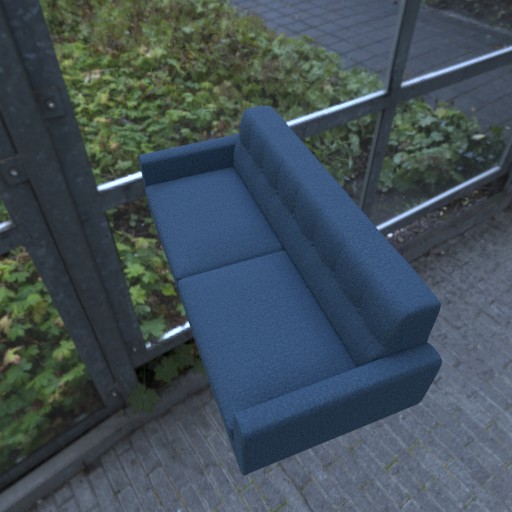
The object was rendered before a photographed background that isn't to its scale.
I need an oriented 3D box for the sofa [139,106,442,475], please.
[{"bbox_3d":[0.000,0.000,2.546,0.942,0.884,2.055,-16,48,-15],"label":"sofa"}]
